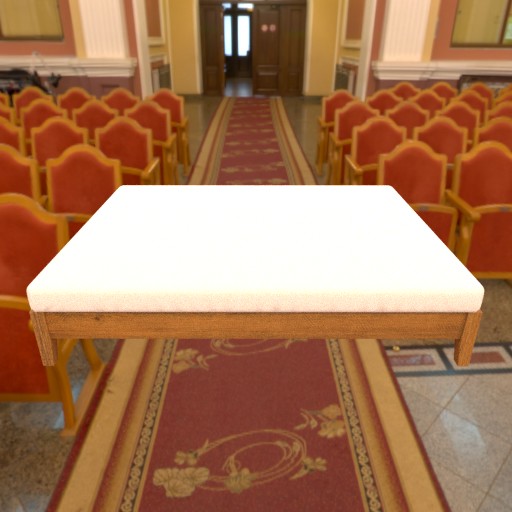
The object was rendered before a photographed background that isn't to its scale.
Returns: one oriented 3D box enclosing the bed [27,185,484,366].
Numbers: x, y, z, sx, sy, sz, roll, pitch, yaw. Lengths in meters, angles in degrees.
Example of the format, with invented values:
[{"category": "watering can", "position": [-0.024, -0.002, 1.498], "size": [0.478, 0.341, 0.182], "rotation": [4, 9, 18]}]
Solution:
[{"category": "bed", "position": [0.000, 0.000, 2.682], "size": [2.016, 0.431, 1.536], "rotation": [0, 26, 0]}]
